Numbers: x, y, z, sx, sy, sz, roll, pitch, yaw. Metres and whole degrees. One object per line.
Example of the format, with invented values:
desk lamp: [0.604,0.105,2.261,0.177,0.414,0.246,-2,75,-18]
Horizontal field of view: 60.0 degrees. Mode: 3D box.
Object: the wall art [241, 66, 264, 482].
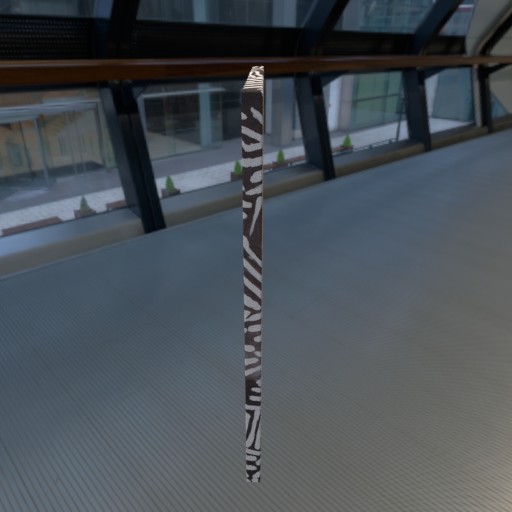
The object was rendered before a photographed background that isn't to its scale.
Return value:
wall art: [0.000,0.000,1.341,0.038,1.017,0.765,0,26,1]
